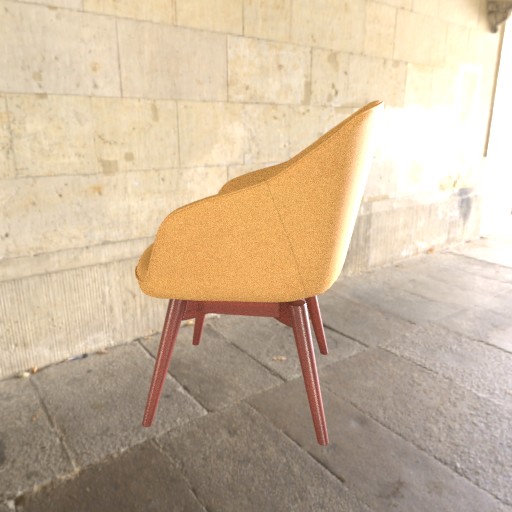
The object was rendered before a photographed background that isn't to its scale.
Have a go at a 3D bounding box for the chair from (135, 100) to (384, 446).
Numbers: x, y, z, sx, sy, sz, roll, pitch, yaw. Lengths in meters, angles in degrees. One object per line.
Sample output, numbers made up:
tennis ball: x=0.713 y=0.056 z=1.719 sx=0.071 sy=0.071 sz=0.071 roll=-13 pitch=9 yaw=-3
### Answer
chair: x=0.000 y=0.000 z=1.251 sx=0.635 sy=0.823 sz=0.596 roll=2 pitch=16 yaw=8
